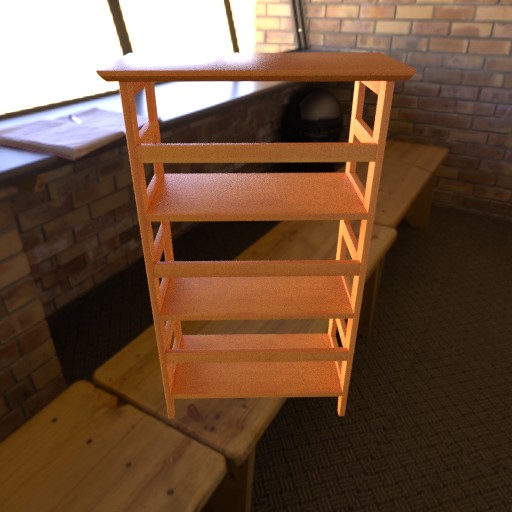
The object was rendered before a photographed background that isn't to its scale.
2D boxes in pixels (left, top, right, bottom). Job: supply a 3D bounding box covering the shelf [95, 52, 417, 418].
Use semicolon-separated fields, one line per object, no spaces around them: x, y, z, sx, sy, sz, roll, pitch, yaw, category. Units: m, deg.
0.000;0.000;1.311;0.660;1.067;0.305;-1;31;-1;shelf
